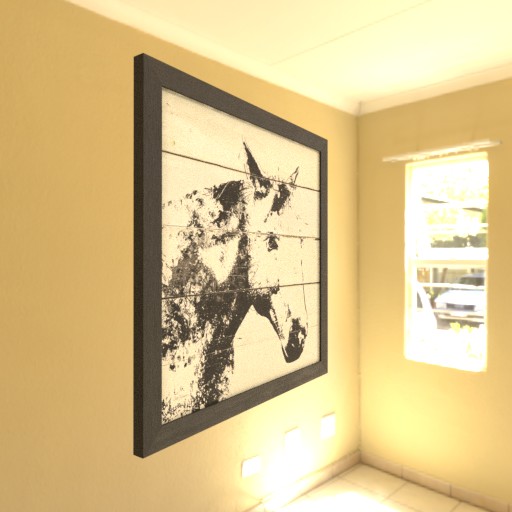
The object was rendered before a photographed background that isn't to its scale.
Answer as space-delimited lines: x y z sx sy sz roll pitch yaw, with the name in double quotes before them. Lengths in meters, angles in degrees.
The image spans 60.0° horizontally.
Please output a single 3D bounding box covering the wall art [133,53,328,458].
"wall art" 0.000 0.000 1.531 0.038 1.016 1.016 0 0 36
